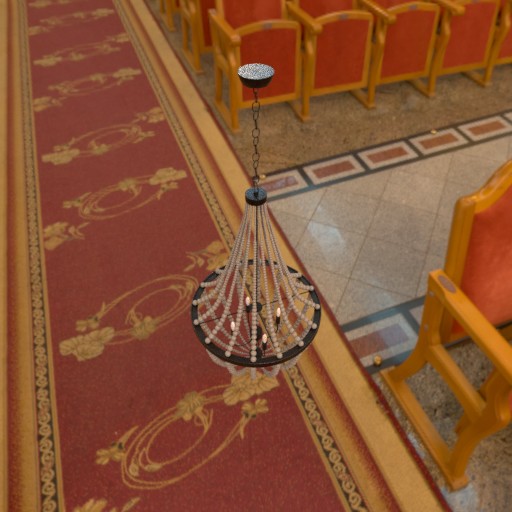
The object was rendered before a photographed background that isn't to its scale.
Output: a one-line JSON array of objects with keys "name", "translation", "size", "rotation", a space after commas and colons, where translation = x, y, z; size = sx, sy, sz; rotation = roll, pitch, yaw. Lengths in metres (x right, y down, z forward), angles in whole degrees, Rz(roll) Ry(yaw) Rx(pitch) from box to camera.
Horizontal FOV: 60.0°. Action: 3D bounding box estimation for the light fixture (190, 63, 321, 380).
[{"name": "light fixture", "translation": [0.000, 0.000, 1.351], "size": [0.450, 1.133, 0.450], "rotation": [0, 46, 0]}]
